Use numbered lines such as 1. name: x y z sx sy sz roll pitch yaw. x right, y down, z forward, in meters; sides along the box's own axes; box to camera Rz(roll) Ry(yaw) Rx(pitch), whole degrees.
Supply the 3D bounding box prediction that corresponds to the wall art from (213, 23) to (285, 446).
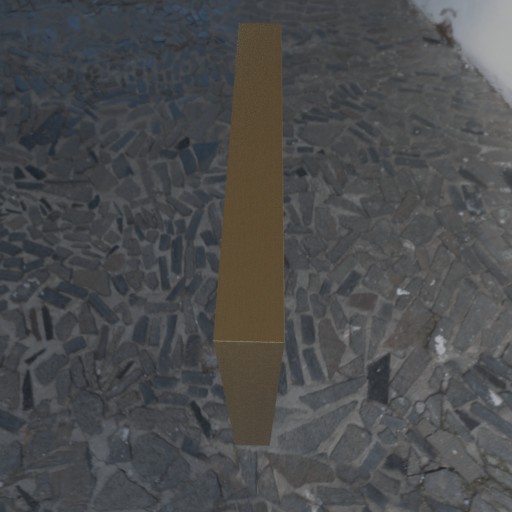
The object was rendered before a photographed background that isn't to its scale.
1. wall art: 0.000 0.000 0.446 0.038 0.304 0.304 1 57 1
